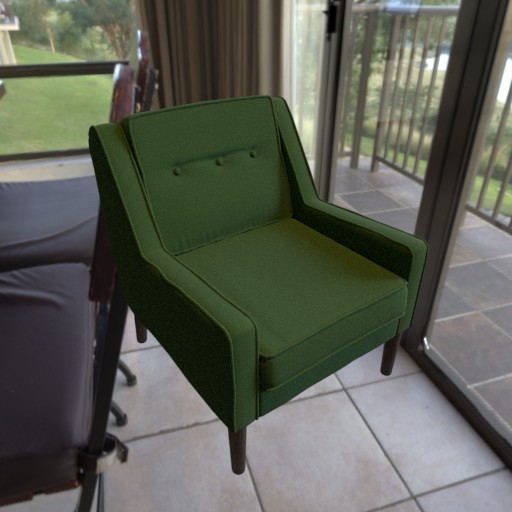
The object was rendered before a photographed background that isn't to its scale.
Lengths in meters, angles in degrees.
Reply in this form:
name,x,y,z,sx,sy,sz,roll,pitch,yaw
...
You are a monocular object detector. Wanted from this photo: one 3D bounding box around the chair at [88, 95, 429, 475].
name,x,y,z,sx,sy,sz,roll,pitch,yaw
chair,0.000,0.000,1.311,0.663,0.792,0.743,-21,37,-30
